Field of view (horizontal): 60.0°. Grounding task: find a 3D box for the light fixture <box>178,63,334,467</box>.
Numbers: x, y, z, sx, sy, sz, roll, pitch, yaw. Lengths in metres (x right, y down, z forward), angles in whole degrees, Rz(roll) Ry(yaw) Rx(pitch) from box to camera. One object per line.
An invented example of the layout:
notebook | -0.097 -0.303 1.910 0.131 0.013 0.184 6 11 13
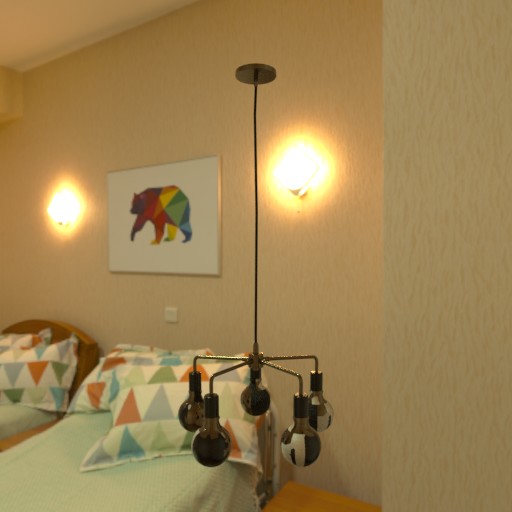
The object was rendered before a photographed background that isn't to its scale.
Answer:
light fixture | 0.000 0.000 1.210 0.438 0.988 0.421 0 0 0
